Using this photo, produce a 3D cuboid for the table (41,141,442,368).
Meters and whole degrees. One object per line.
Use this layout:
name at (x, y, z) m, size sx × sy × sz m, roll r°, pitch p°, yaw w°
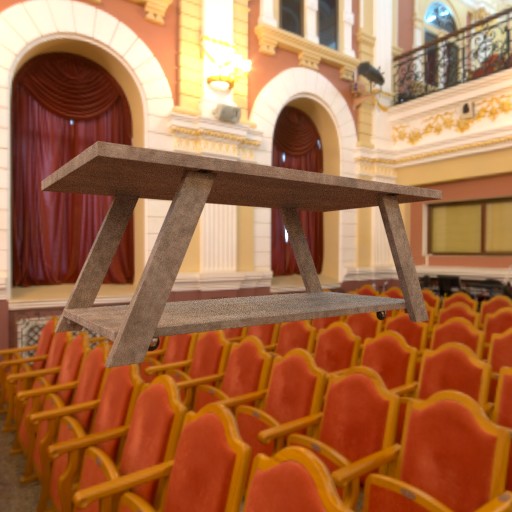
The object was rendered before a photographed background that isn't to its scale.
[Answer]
table at (0.000, 0.000, 1.497) m, size 1.219 × 0.470 × 0.610 m, roll 0°, pitch 0°, yaw -36°
